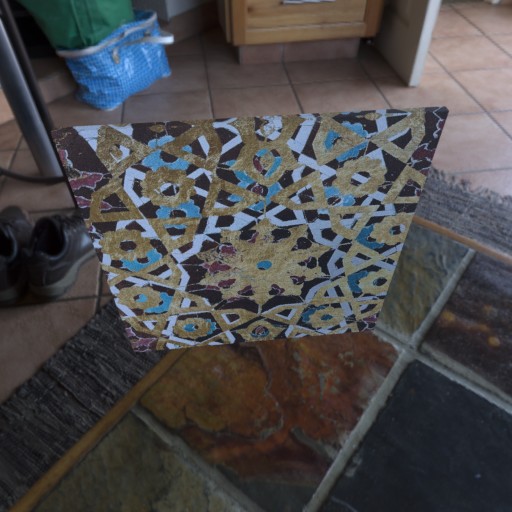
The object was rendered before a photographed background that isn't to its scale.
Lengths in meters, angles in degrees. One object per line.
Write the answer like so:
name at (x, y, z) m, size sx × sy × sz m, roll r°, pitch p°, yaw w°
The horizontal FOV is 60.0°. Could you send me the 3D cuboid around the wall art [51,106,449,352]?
wall art at (0.000, 0.000, 0.598) m, size 0.404 × 0.406 × 0.010 m, roll -4°, pitch 47°, yaw -4°
